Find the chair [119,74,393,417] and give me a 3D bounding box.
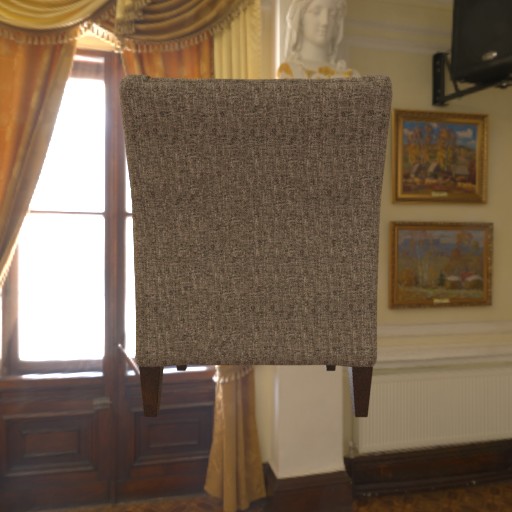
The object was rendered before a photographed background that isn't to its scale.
[{"bbox_3d":[0.000,0.000,1.627,0.774,1.014,0.870,0,0,0],"label":"chair"}]
